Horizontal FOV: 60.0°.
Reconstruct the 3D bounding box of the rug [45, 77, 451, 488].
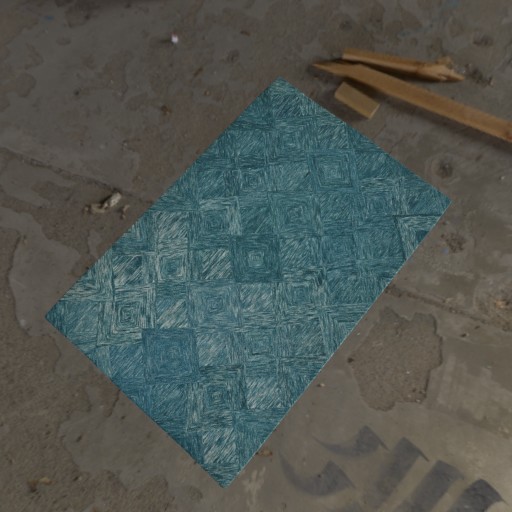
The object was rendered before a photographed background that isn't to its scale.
[{"bbox_3d":[0.000,0.000,2.142,1.136,0.017,1.728,39,78,10],"label":"rug"}]
